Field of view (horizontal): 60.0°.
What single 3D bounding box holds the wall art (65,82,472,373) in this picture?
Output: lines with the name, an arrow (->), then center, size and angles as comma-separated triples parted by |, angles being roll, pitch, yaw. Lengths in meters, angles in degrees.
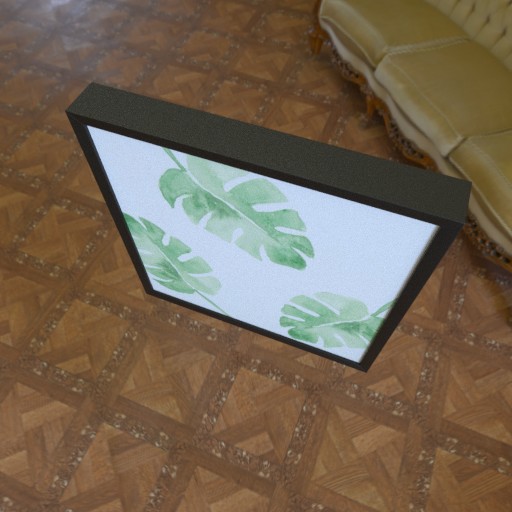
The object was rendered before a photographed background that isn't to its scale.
wall art -> 0.000, 0.000, 0.452 | 0.304, 0.304, 0.038 | 18, 59, 11
